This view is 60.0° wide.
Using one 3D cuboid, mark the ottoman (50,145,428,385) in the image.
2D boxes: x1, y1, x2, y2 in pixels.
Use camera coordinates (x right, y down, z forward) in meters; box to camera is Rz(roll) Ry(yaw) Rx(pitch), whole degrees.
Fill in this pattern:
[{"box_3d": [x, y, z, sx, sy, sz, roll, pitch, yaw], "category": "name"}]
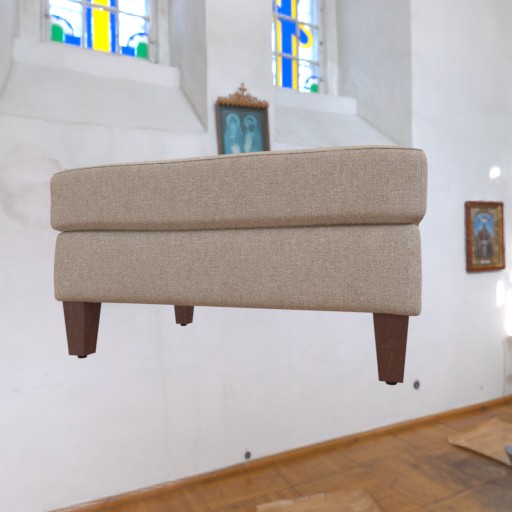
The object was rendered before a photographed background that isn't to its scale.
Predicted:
[{"box_3d": [0.000, 0.000, 1.271, 0.898, 0.519, 0.677, 0, 0, 18], "category": "ottoman"}]
